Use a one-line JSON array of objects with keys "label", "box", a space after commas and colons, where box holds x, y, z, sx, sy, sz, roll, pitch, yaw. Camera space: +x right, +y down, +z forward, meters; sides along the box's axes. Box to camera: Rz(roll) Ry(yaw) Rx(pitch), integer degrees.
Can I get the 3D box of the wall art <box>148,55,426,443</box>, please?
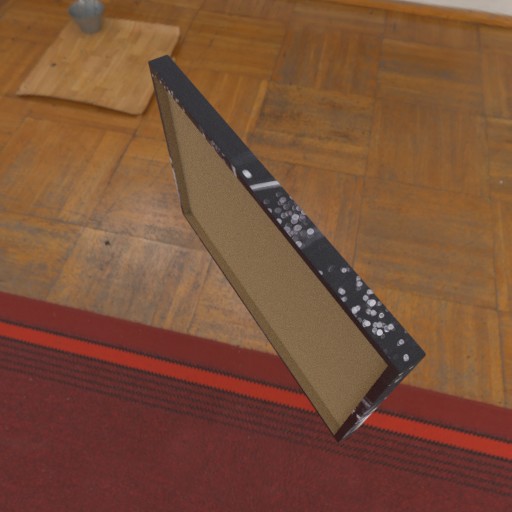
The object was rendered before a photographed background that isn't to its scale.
[{"label": "wall art", "box": [0.000, 0.000, 0.762, 0.037, 0.406, 0.609, -28, 62, -16]}]
